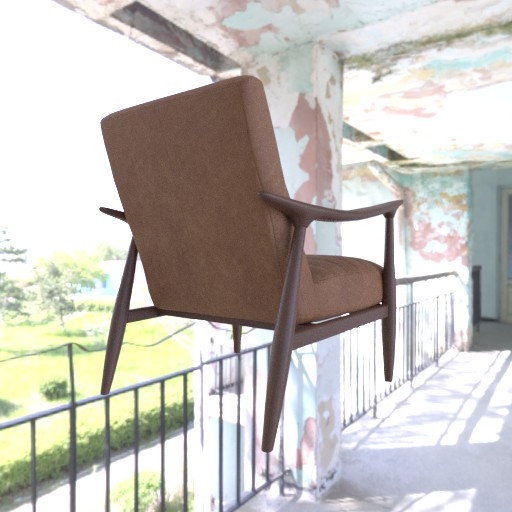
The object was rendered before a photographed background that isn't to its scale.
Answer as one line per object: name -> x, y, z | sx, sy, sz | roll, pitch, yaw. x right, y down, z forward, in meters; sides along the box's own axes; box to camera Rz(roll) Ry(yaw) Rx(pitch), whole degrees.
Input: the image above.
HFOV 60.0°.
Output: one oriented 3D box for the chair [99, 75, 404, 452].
chair -> 0.000, 0.000, 1.428 | 0.741, 0.832, 0.798 | 1, 1, 38
